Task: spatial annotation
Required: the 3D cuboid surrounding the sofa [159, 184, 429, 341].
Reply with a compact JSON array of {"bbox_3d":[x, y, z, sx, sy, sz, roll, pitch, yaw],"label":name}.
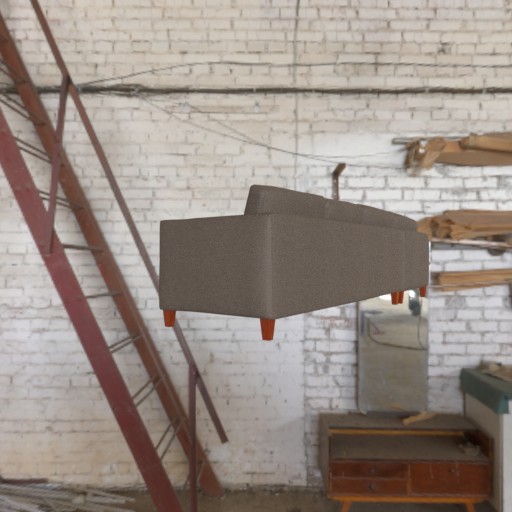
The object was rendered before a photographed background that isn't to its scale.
[{"bbox_3d":[0.000,0.000,4.509,2.593,0.947,3.302,0,0,36],"label":"sofa"}]
